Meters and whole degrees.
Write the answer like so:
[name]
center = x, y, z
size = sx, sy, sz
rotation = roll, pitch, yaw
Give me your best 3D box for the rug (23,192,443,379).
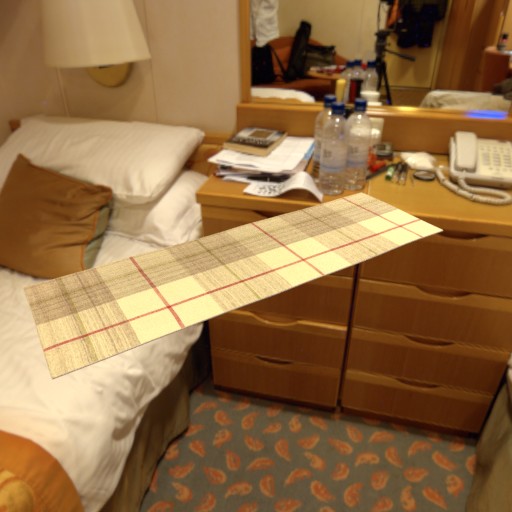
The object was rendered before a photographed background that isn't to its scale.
[rug]
center = 0.000, 0.000, 2.633
size = 2.439, 0.013, 0.762
rotation = -18, 35, -27
